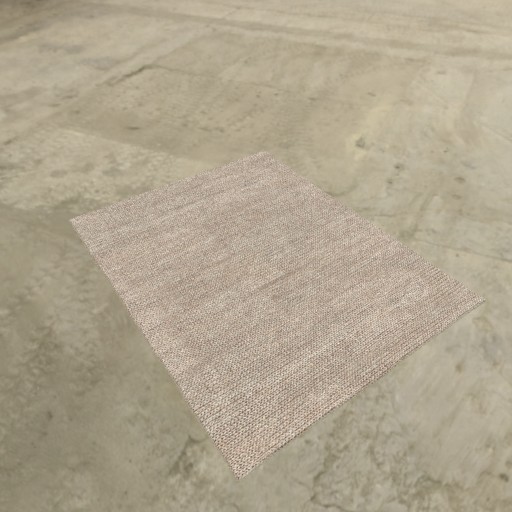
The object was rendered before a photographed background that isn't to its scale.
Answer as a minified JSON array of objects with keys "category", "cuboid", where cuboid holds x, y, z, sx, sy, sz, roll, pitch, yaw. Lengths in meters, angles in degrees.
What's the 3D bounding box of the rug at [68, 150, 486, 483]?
[{"category":"rug","cuboid":[0.000,0.000,3.995,2.429,0.030,3.052,-25,48,-26]}]
